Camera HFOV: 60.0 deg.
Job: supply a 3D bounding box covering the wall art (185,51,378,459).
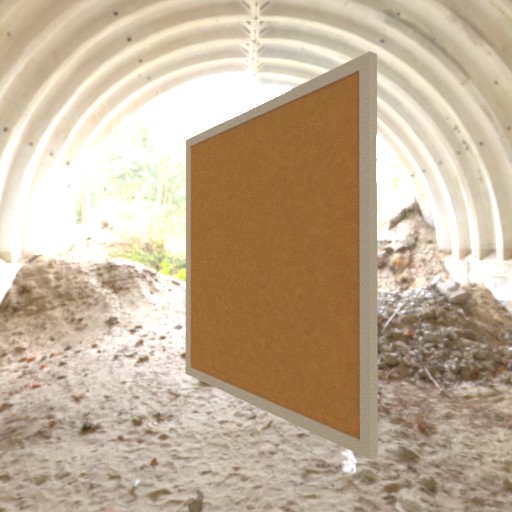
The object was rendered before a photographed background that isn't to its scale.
[{"bbox_3d":[0.000,0.000,0.685,0.012,0.457,0.457,0,-1,-36],"label":"wall art"}]
